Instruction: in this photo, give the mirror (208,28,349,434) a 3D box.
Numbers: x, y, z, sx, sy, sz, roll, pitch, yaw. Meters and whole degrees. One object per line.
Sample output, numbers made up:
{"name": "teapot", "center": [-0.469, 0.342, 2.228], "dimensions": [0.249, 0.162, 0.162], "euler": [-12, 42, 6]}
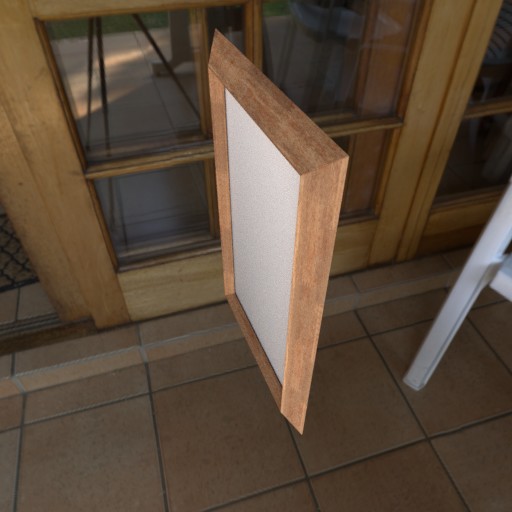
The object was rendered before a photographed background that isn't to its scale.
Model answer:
{"name": "mirror", "center": [0.000, 0.000, 1.255], "dimensions": [0.047, 1.010, 0.651], "euler": [-16, 47, -16]}
